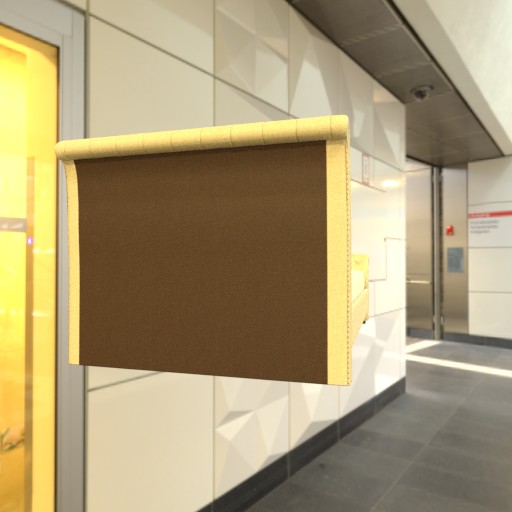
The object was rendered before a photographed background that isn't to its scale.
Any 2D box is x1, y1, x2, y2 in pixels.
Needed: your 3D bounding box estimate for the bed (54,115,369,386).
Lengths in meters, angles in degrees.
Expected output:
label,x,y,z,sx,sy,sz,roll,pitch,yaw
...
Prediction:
label,x,y,z,sx,sy,sz,roll,pitch,yaw
bed,0.000,0.000,3.410,1.606,1.268,2.493,0,-1,17
